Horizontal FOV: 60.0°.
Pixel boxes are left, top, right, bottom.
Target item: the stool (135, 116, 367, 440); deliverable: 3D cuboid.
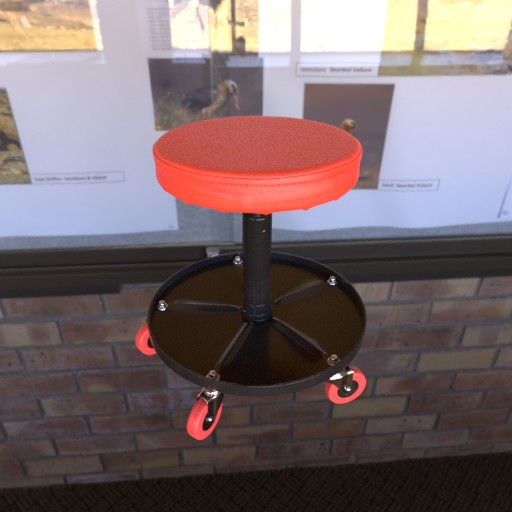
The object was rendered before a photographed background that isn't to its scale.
[{"bbox_3d":[0.000,0.000,0.680,0.381,0.365,0.382,-21,37,-31],"label":"stool"}]
